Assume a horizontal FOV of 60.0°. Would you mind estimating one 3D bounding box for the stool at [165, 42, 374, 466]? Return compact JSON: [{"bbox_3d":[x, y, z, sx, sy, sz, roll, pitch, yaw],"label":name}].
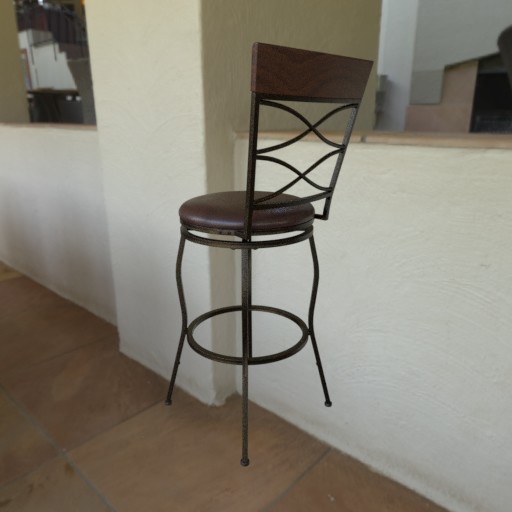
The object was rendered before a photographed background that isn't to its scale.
[{"bbox_3d":[0.000,0.000,1.395,0.448,1.130,0.513,-16,23,-42],"label":"stool"}]
